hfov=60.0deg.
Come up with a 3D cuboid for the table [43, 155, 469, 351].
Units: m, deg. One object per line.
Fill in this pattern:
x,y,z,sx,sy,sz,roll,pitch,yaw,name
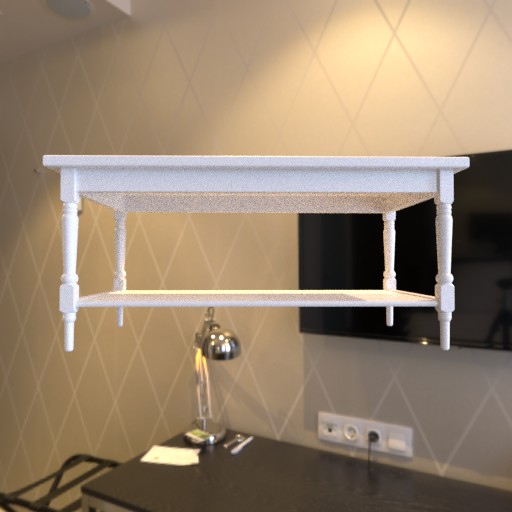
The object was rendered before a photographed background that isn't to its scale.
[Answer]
0.000,0.000,1.418,1.107,0.510,0.550,0,-1,-1,table
